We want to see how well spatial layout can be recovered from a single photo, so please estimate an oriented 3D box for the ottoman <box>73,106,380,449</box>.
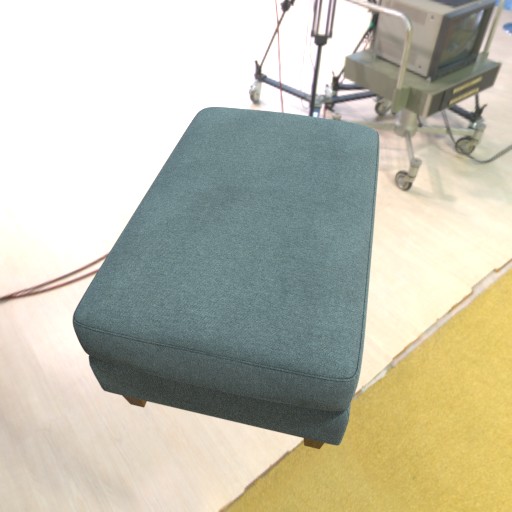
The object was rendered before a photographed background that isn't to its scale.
[{"bbox_3d":[0.000,0.000,1.219,0.584,0.483,0.864,10,48,9],"label":"ottoman"}]
